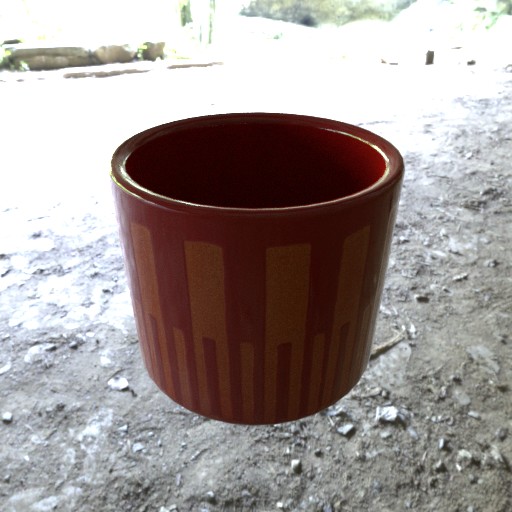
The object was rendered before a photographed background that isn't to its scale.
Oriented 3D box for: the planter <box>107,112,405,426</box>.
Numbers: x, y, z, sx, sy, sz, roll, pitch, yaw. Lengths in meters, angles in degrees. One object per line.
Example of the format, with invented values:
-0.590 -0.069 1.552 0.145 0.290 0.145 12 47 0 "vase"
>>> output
0.000 0.000 0.405 0.230 0.202 0.230 0 32 0 "planter"
